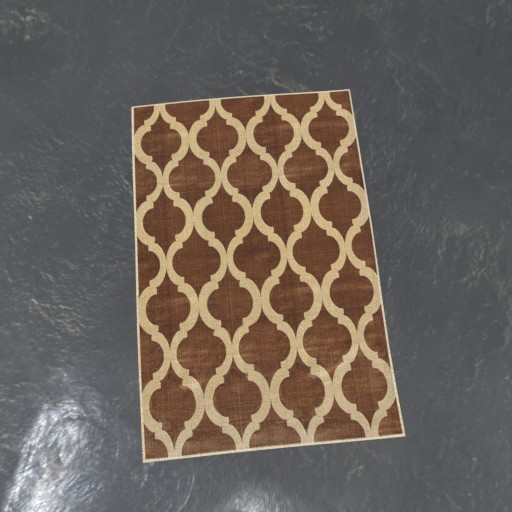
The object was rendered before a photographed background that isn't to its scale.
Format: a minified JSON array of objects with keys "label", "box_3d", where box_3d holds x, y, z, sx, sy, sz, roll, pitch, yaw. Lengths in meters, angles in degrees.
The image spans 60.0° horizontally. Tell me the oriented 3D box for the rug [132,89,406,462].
[{"label":"rug","box_3d":[0.000,0.000,2.801,1.522,0.008,2.284,-5,76,-1]}]
